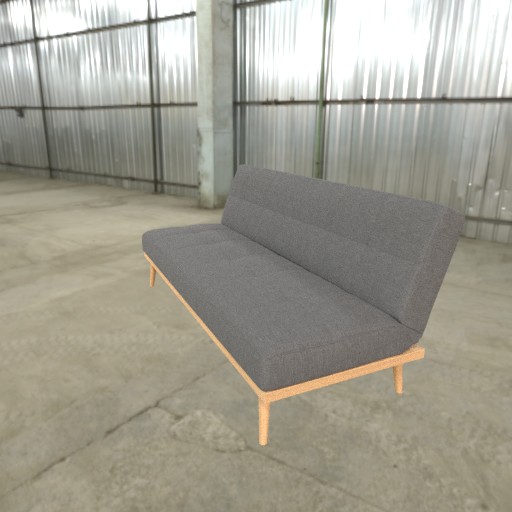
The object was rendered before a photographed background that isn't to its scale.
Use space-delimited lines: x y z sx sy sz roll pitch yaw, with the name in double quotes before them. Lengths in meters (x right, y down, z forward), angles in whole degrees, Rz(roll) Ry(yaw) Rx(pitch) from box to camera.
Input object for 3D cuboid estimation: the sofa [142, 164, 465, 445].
"sofa" 0.000 0.000 2.270 0.820 0.770 1.820 -8 18 -24
